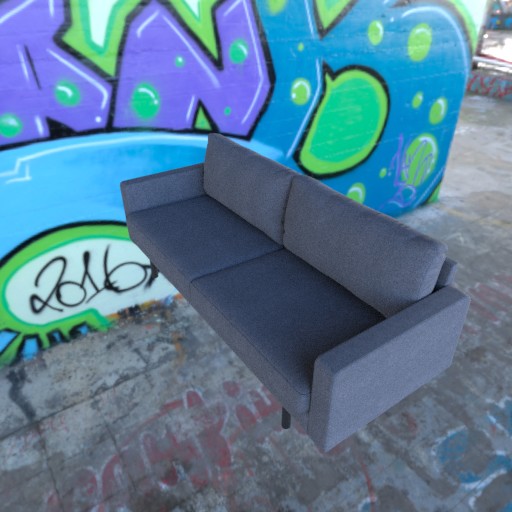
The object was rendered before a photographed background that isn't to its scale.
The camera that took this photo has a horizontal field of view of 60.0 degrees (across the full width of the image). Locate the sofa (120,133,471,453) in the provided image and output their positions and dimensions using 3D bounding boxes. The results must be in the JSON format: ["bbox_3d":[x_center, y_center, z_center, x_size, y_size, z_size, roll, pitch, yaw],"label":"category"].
[{"bbox_3d":[0.000,0.000,2.559,0.880,0.880,2.100,-20,38,-29],"label":"sofa"}]
